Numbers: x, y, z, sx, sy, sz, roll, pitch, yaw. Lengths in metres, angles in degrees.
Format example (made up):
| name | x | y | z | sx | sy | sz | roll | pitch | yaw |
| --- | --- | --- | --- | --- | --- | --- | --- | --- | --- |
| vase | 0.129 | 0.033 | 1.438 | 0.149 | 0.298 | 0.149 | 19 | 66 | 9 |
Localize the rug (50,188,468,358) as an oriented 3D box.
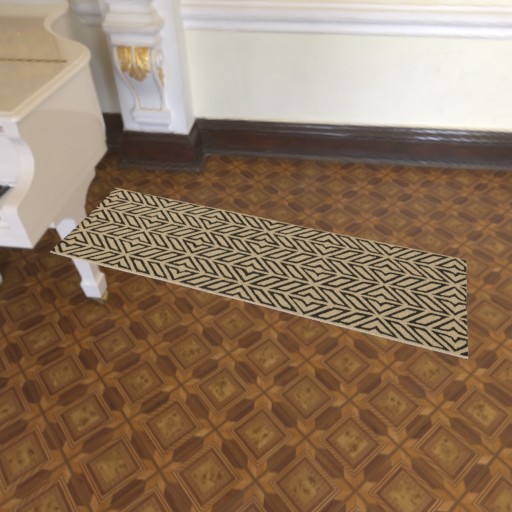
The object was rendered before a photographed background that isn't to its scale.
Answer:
| name | x | y | z | sx | sy | sz | roll | pitch | yaw |
| --- | --- | --- | --- | --- | --- | --- | --- | --- | --- |
| rug | 0.000 | 0.000 | 2.709 | 2.435 | 0.009 | 0.750 | 13 | 44 | 14 |
